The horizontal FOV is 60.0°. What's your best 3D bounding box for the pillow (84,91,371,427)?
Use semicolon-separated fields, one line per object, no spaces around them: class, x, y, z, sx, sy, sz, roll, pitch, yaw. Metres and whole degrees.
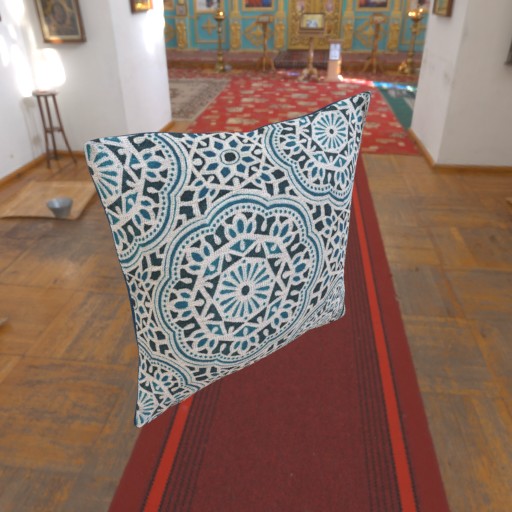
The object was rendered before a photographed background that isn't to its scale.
pillow;0.000;0.000;0.653;0.440;0.420;0.145;-21;36;-33
